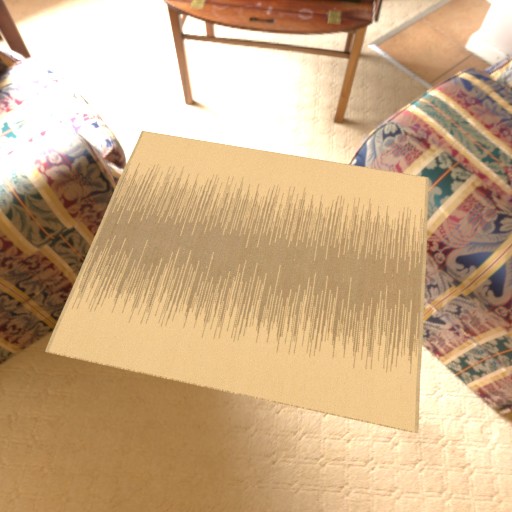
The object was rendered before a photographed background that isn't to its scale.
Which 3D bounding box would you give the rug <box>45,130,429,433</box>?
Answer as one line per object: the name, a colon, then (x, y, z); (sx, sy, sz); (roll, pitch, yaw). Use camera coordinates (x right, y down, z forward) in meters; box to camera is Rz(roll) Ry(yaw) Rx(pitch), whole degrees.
rug: (0.000, 0.000, 4.041); (3.037, 0.010, 2.453); (11, 63, 5)
